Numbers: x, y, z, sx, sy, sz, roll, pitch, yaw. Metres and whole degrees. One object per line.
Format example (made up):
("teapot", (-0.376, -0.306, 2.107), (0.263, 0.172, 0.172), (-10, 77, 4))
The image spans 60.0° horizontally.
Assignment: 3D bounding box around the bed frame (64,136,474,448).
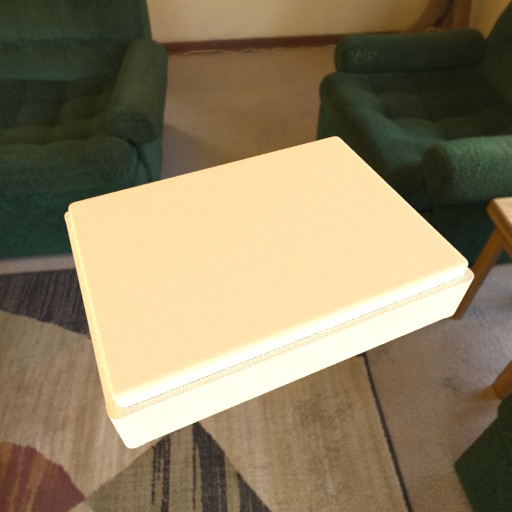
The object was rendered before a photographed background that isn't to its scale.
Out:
("bed frame", (0.000, 0.000, 2.557), (1.900, 0.406, 1.400), (-18, 49, -16))
